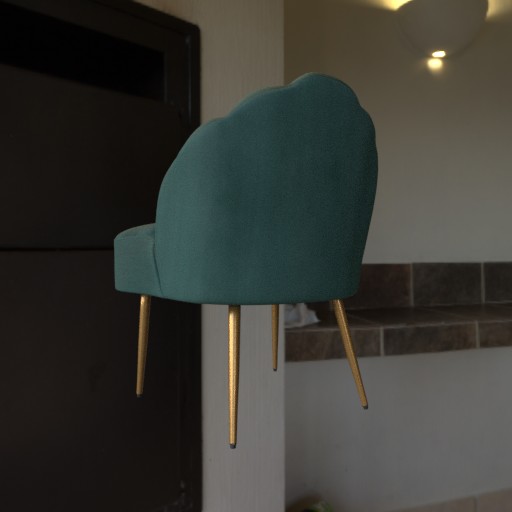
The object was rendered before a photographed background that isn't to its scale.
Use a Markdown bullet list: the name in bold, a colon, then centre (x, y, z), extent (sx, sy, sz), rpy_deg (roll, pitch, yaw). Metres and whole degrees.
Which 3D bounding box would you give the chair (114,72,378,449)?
- **chair**: centre (0.000, 0.000, 1.237), extent (0.657, 0.819, 0.599), rpy_deg (0, 0, -35)
